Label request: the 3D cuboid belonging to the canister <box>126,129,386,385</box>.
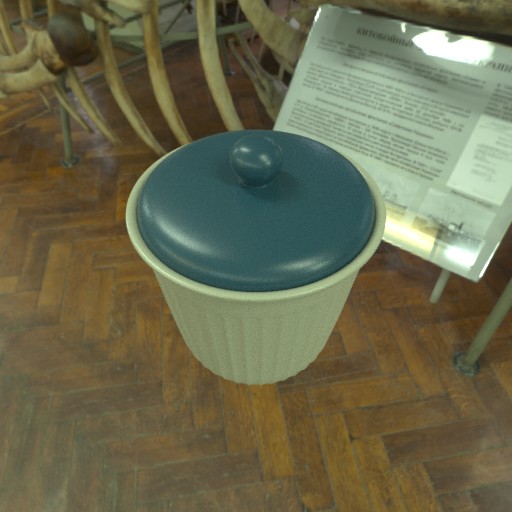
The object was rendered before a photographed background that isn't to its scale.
[{"bbox_3d":[0.000,0.000,0.356,0.181,0.211,0.181,0,46,0],"label":"canister"}]
